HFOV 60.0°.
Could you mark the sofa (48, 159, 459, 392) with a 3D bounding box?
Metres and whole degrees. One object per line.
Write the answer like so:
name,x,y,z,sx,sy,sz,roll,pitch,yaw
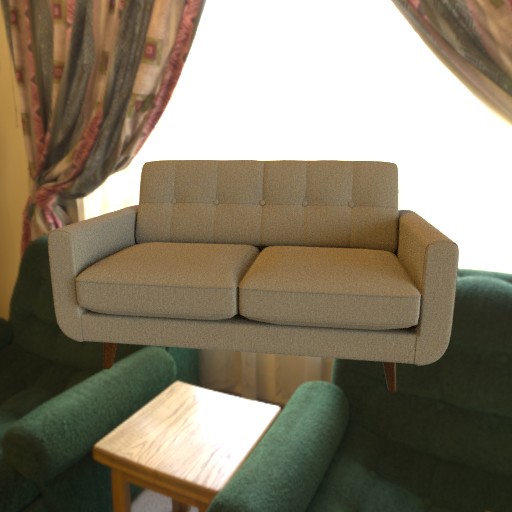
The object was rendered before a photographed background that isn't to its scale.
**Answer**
sofa,0.000,0.000,2.200,1.651,0.925,0.952,2,13,9
